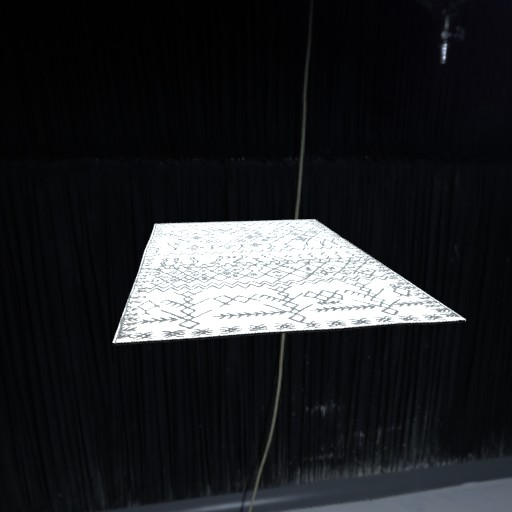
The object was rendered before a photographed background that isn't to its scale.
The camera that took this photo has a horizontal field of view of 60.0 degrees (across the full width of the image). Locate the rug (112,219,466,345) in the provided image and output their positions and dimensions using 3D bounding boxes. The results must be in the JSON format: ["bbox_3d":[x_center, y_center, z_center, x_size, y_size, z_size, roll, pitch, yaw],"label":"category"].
[{"bbox_3d":[0.000,0.000,3.031,1.530,0.012,2.444,-2,16,-8],"label":"rug"}]
